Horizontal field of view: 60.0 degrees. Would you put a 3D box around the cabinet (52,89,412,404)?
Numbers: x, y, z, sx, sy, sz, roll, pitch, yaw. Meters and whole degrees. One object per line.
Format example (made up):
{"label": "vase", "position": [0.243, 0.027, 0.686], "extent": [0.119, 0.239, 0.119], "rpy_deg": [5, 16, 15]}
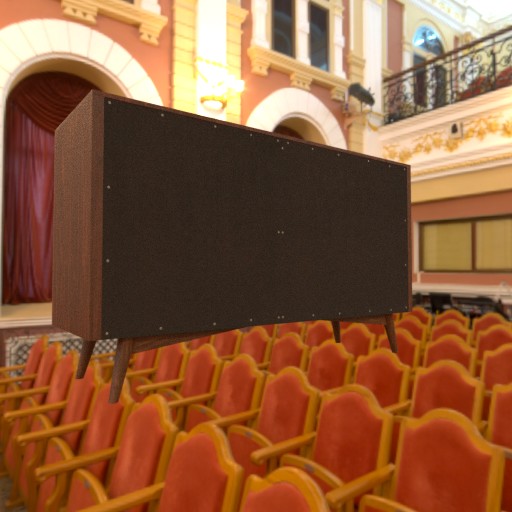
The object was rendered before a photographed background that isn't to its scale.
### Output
{"label": "cabinet", "position": [0.000, 0.000, 1.964], "extent": [1.575, 0.940, 0.505], "rpy_deg": [1, -2, -36]}
